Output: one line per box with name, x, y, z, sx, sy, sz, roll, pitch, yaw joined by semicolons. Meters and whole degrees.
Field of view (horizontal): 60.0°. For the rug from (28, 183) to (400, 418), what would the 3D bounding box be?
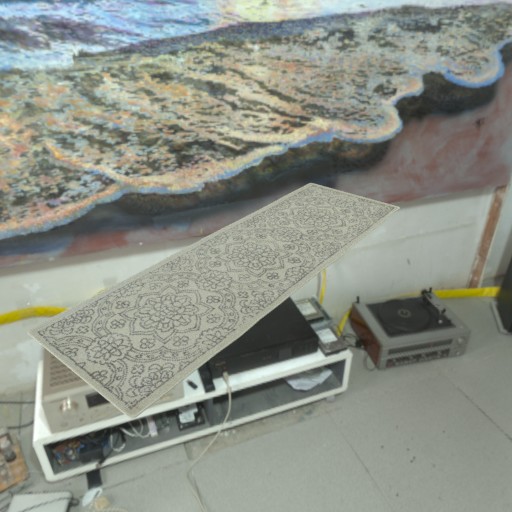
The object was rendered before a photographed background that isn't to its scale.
rug;0.000;0.000;2.666;0.806;0.006;2.431;22;37;33
